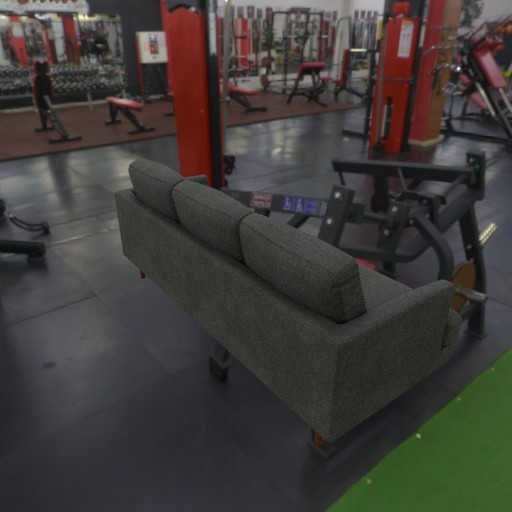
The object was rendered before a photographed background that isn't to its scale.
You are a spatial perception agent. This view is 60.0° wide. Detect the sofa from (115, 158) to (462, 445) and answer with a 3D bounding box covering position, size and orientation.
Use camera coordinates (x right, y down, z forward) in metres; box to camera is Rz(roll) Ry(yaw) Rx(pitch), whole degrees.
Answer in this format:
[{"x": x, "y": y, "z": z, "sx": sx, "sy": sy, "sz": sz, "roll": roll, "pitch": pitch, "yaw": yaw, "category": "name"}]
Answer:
[{"x": 0.000, "y": 0.000, "z": 2.725, "sx": 0.903, "sy": 0.930, "sz": 2.246, "roll": -18, "pitch": 32, "yaw": -32, "category": "sofa"}]
